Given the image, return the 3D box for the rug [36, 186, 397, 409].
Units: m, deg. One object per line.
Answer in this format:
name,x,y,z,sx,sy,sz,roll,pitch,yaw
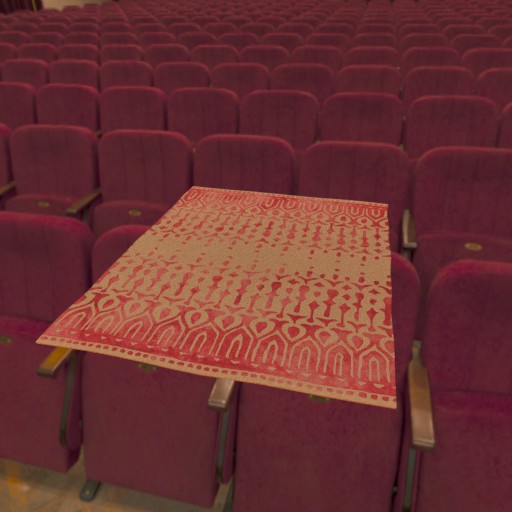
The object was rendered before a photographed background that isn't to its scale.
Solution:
rug,0.000,0.000,4.124,2.441,0.016,3.095,7,31,12
